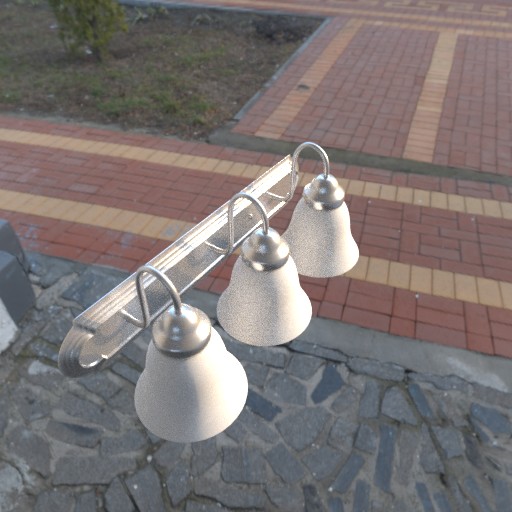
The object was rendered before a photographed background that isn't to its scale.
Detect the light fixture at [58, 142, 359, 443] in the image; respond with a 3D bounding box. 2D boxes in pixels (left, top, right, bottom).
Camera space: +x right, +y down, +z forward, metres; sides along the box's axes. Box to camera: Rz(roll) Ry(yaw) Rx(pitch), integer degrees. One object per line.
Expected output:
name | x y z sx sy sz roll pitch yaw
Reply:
light fixture | 0.000 0.000 0.705 0.199 0.222 0.610 24 46 25
